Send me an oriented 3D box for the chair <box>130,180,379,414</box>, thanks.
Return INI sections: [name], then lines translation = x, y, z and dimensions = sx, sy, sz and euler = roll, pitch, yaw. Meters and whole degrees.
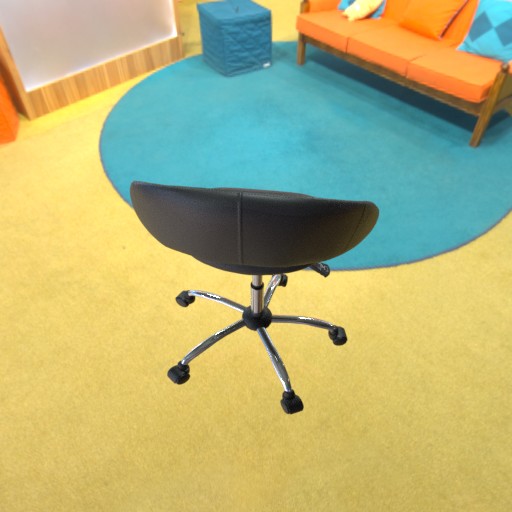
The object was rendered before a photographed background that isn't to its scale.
[chair]
translation = 0.000, 0.000, 1.228
dimensions = 0.612, 0.791, 0.538
euler = 5, 46, 5
